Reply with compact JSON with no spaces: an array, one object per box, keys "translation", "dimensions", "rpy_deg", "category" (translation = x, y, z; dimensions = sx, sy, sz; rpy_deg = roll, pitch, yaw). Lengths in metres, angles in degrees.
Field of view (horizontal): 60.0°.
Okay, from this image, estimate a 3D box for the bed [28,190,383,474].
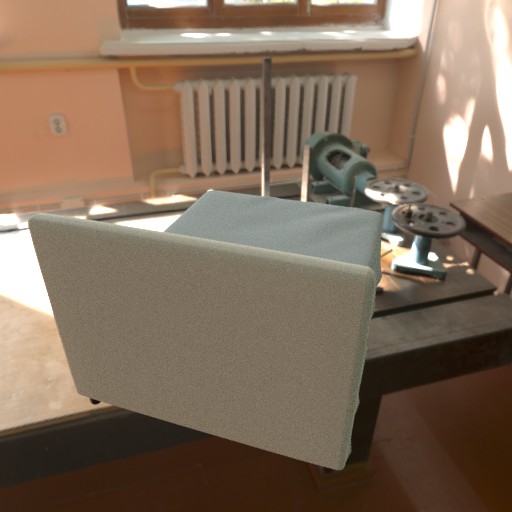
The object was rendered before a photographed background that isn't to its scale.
[{"translation":[0.000,0.000,3.126],"dimensions":[1.748,1.330,2.142],"rpy_deg":[10,32,16],"category":"bed"}]
